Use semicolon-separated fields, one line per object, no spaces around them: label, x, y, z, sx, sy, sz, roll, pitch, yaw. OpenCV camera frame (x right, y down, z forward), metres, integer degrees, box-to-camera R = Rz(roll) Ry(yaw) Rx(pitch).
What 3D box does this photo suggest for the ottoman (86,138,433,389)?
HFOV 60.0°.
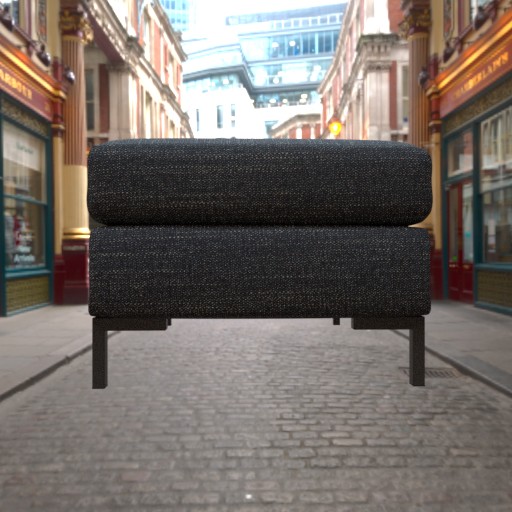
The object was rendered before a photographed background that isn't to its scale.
ottoman;0.000;0.000;1.206;0.667;0.491;0.814;0;0;-2
